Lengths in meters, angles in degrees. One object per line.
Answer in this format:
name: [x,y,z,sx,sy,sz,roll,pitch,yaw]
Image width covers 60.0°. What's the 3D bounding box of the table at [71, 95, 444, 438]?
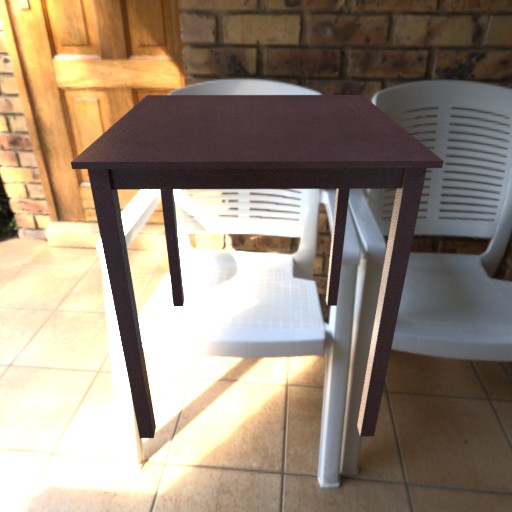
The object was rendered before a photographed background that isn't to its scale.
table: [0.000,0.000,1.642,0.861,0.991,0.861,0,30,0]
